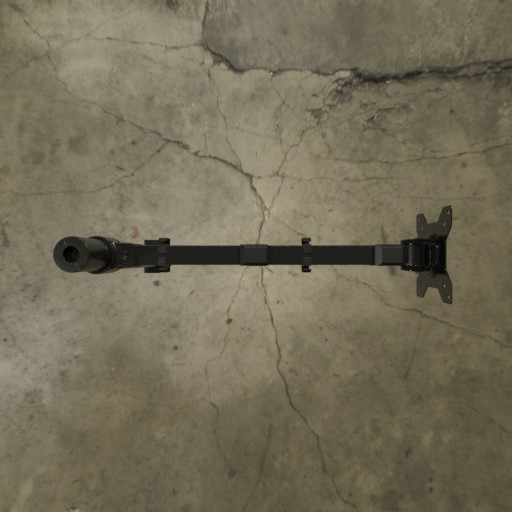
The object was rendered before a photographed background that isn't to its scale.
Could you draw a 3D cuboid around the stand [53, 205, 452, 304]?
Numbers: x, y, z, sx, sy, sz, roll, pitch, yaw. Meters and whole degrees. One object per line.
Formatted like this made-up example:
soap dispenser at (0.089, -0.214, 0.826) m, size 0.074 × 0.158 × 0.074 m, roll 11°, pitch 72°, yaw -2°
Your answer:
stand at (0.000, 0.000, 0.726) m, size 0.456 × 0.510 × 0.115 m, roll 0°, pitch 90°, yaw 1°
